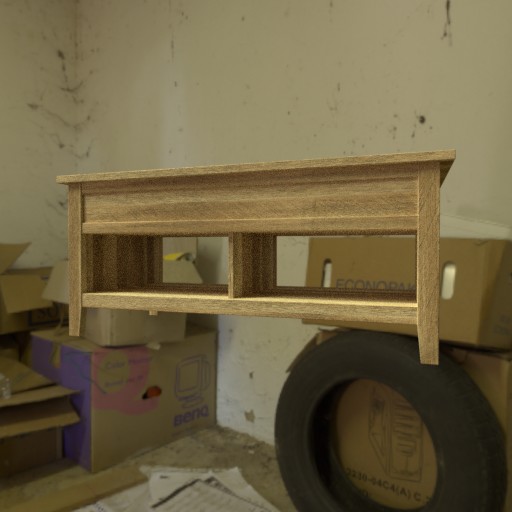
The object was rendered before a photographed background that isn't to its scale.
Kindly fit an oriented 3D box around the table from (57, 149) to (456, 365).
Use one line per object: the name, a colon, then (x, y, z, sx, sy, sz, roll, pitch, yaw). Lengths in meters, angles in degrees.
table: (0.000, 0.000, 1.386, 1.095, 0.480, 0.493, 0, 1, 19)
